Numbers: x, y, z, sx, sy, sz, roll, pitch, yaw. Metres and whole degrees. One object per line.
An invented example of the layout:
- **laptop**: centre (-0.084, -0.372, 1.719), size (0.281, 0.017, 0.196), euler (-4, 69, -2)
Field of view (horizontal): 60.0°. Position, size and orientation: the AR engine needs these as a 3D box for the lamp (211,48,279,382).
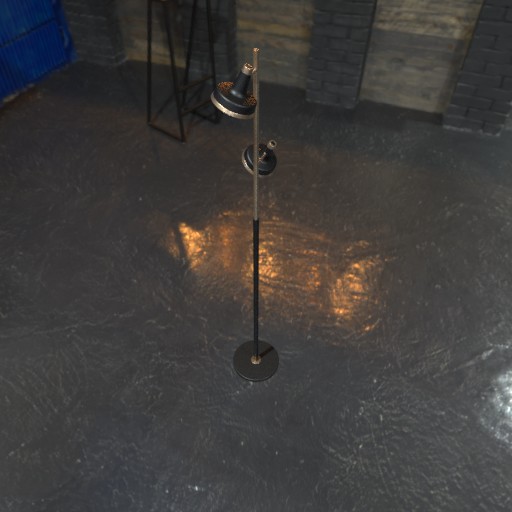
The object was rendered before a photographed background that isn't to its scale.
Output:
- **lamp**: centre (0.000, 0.000, 1.854), size (0.253, 1.674, 0.351), euler (17, 48, 16)
